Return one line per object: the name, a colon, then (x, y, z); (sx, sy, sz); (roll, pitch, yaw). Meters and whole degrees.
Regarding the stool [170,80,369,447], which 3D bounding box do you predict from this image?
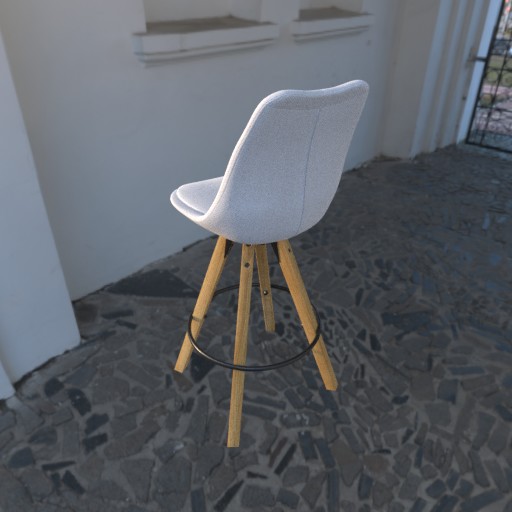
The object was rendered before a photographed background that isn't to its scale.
stool: (0.000, 0.000, 1.417); (0.484, 1.115, 0.550); (-19, 36, -28)
